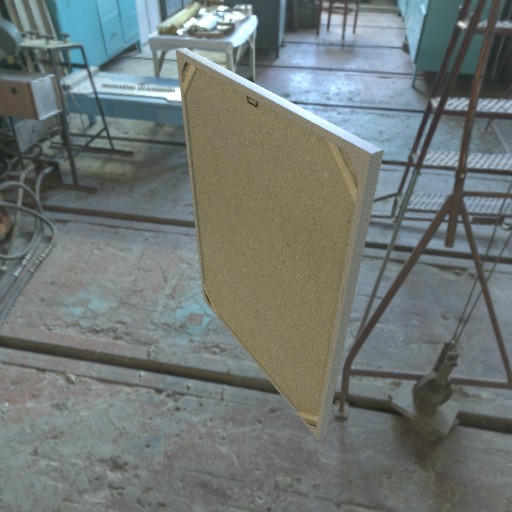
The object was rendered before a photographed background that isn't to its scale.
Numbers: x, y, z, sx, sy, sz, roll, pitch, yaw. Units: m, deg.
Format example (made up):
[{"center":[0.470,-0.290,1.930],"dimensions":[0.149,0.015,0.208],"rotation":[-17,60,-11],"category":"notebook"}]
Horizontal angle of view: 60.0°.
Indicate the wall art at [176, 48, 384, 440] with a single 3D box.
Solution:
[{"center":[0.000,0.000,1.614],"dimensions":[0.038,1.212,0.914],"rotation":[-24,46,-25],"category":"wall art"}]
